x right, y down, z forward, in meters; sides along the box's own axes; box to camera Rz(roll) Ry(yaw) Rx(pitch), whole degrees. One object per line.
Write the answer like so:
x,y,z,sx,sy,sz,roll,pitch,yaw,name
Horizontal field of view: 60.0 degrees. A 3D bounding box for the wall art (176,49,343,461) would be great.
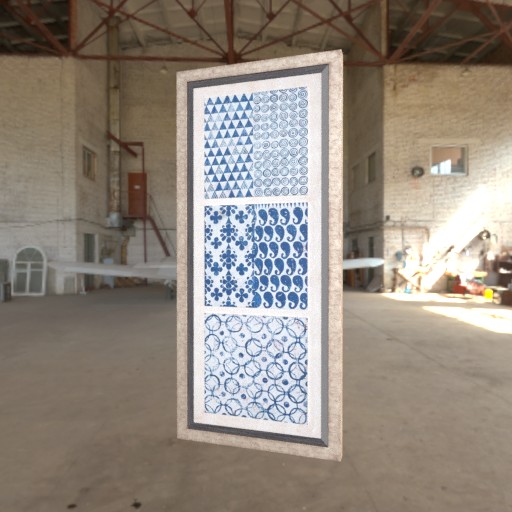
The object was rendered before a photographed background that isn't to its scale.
0.000,0.000,1.691,0.648,1.461,0.051,0,0,18,wall art
